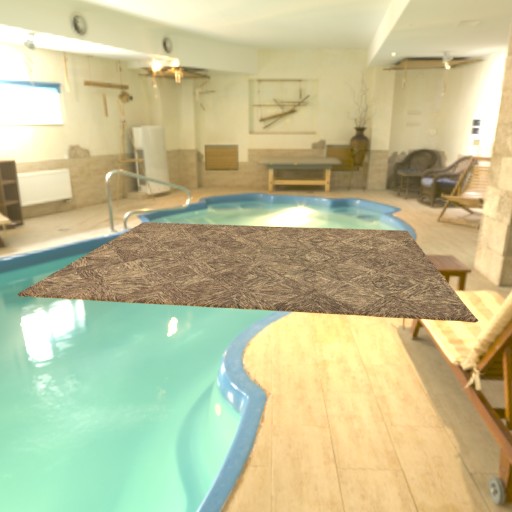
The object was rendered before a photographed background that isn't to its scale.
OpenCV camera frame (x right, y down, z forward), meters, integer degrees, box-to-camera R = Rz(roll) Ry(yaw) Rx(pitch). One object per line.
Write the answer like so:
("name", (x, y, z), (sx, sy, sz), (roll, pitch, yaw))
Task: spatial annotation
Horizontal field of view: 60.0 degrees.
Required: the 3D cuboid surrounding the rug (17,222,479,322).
("rug", (0.000, 0.000, 4.178), (3.204, 0.017, 2.448), (2, 17, 8))
